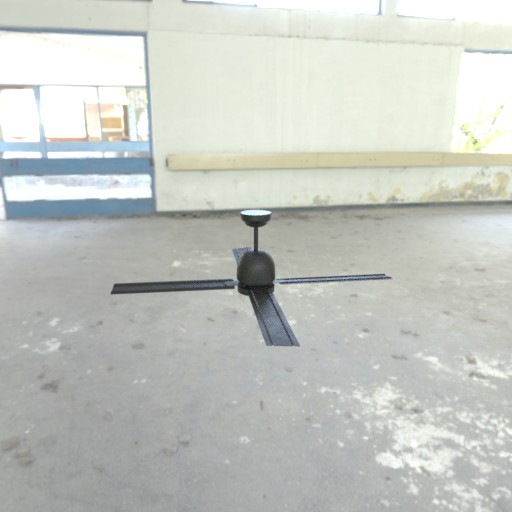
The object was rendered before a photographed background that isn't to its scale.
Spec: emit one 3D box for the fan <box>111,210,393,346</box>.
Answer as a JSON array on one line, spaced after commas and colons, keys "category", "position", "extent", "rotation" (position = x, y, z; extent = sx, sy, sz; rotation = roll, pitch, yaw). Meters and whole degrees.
[{"category": "fan", "position": [0.000, 0.000, 2.068], "extent": [1.319, 0.410, 1.319], "rotation": [-3, 16, -9]}]
